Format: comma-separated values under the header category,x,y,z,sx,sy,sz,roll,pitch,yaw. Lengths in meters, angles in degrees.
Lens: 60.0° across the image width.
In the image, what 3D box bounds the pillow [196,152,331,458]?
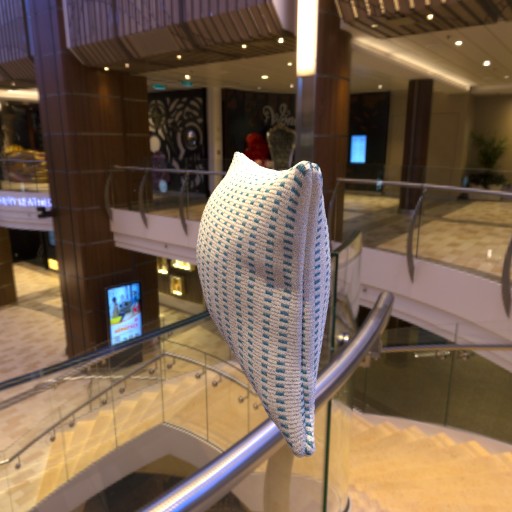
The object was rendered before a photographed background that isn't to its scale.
category,x,y,z,sx,sy,sz,roll,pitch,yaw
pillow,0.000,0.000,0.791,0.210,0.353,0.640,-2,14,-9
